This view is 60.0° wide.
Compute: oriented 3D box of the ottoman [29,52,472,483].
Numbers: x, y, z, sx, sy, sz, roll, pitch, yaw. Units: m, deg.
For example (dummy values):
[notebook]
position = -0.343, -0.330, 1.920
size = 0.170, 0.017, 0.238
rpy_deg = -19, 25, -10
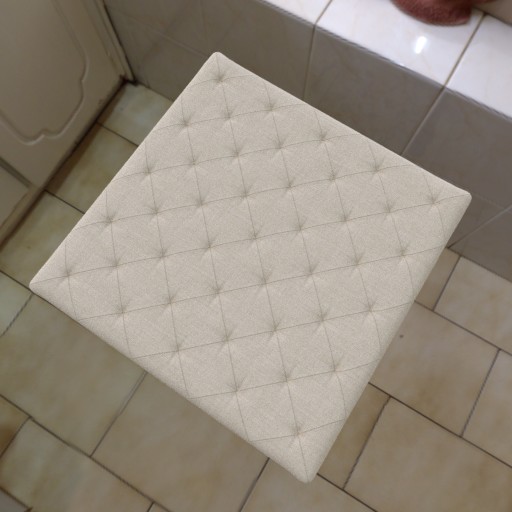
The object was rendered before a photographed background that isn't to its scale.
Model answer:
[ottoman]
position = 0.000, 0.000, 1.588
size = 1.028, 0.439, 1.028
rpy_deg = 32, 77, 8
